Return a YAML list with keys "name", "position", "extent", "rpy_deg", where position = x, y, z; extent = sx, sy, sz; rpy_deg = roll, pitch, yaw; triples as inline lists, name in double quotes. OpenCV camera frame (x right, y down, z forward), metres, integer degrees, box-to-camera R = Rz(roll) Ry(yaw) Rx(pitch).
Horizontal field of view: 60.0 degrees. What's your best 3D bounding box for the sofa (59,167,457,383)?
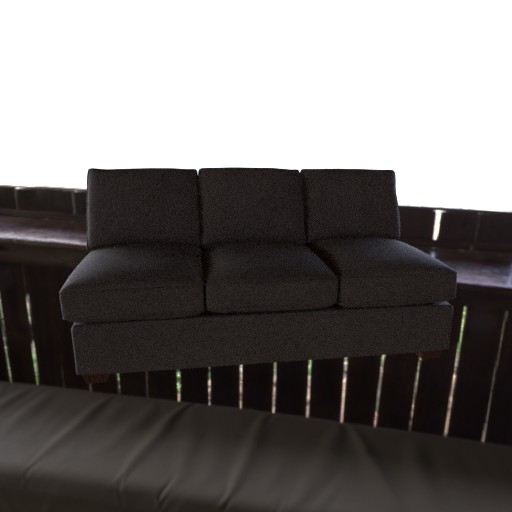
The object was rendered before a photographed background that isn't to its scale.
- name: "sofa"
  position: [0.000, 0.000, 2.571]
  extent: [1.962, 0.973, 1.027]
  rpy_deg: [-2, 15, -8]
